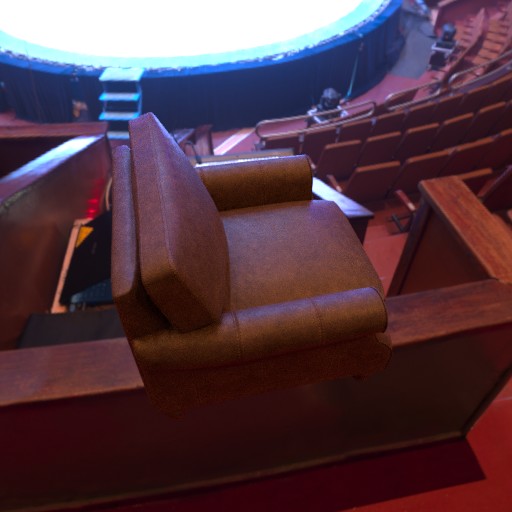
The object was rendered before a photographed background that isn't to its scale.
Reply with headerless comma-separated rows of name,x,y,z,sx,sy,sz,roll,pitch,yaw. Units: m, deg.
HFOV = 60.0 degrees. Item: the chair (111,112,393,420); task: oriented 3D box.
chair,0.000,0.000,1.795,1.002,0.976,0.996,-9,47,-9
